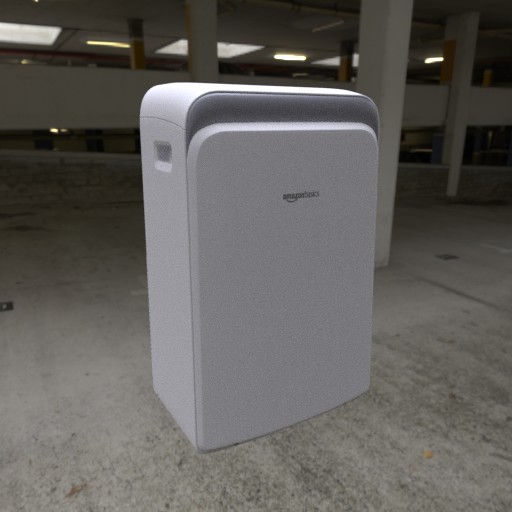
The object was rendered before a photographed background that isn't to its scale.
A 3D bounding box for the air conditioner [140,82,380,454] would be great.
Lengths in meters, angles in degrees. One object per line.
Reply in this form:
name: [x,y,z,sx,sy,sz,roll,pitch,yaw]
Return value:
air conditioner: [0.000,0.000,0.965,0.454,0.700,0.365,-9,19,-28]
